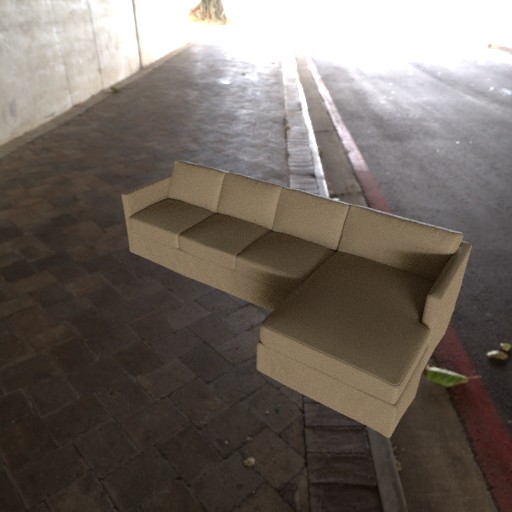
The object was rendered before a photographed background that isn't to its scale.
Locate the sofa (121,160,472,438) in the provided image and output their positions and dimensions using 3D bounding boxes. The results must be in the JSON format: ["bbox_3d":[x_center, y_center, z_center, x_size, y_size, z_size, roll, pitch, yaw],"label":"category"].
[{"bbox_3d":[0.000,0.000,3.906,3.206,0.871,1.622,19,36,30],"label":"sofa"}]
